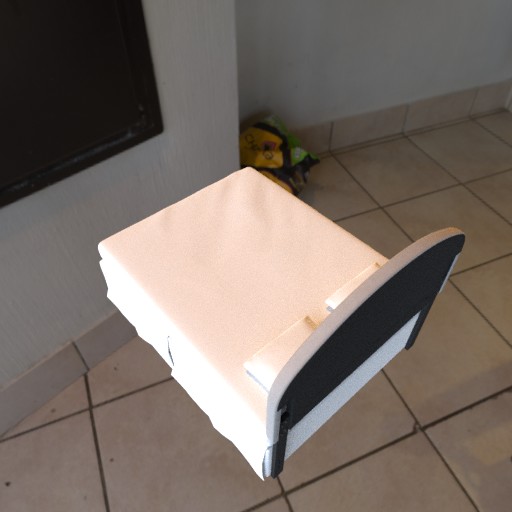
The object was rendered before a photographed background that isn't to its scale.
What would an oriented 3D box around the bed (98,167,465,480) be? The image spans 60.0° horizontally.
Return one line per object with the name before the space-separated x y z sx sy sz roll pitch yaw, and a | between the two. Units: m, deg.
bed | 0.000 0.000 3.047 1.607 1.410 2.005 -32 54 -27
